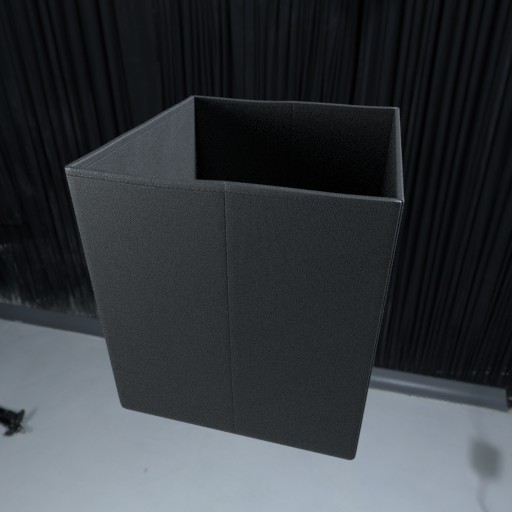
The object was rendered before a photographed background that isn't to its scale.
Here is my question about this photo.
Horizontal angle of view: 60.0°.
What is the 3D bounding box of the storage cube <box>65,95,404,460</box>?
[{"bbox_3d":[0.000,0.000,0.495,0.270,0.280,0.270,8,32,12],"label":"storage cube"}]
